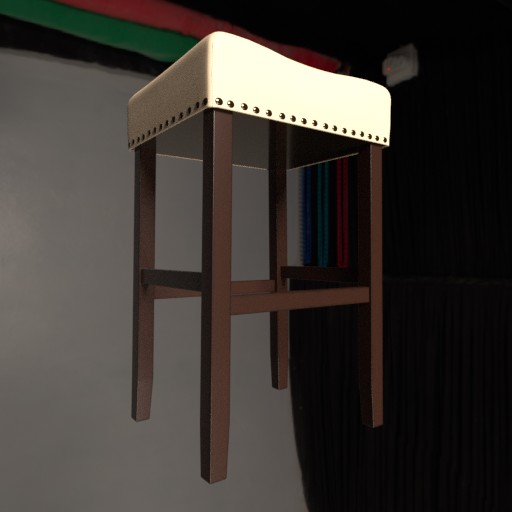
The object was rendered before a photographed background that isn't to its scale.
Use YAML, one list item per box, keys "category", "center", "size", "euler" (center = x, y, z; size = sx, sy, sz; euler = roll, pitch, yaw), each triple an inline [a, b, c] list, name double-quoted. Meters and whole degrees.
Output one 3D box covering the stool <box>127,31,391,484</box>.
- category: "stool"
  center: [0.000, 0.000, 1.017]
  size: [0.471, 0.762, 0.401]
  euler: [0, 0, -36]
